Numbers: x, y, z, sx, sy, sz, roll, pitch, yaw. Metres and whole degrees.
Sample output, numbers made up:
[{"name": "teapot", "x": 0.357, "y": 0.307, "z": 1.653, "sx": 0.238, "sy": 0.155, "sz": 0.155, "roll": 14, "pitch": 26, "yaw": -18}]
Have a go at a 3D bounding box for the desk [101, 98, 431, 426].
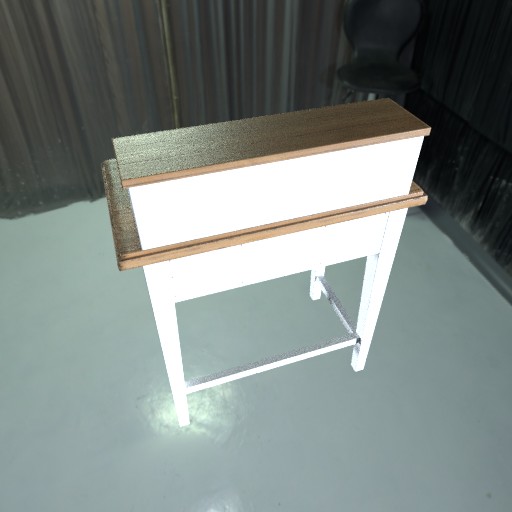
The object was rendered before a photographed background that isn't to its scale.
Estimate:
[{"name": "desk", "x": 0.000, "y": 0.000, "z": 1.442, "sx": 0.814, "sy": 0.981, "sz": 0.462, "roll": -13, "pitch": 43, "yaw": -14}]
